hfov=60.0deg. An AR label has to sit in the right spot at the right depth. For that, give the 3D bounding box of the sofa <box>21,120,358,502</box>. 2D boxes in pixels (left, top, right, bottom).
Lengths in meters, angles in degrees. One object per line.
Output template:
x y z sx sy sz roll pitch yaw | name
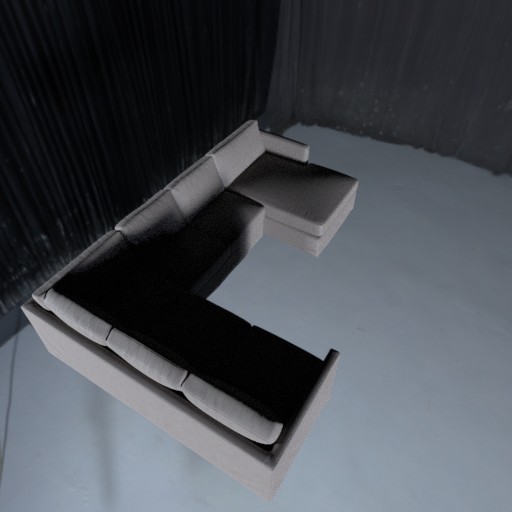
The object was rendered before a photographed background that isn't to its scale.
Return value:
0.000 0.000 4.382 2.427 0.882 3.460 24 51 22 | sofa
